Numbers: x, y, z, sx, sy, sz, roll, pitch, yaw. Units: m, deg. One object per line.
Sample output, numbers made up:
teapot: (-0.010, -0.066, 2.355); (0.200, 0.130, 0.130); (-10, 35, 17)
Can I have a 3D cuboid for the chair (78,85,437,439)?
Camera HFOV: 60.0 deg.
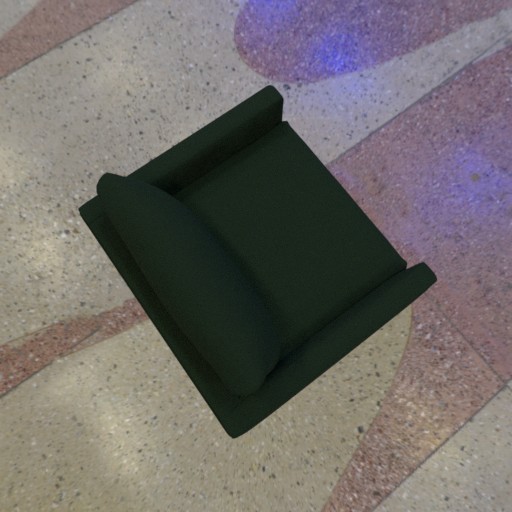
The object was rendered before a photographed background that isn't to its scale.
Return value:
chair: (0.000, 0.000, 1.684); (0.866, 0.861, 0.963); (-35, 78, -9)
